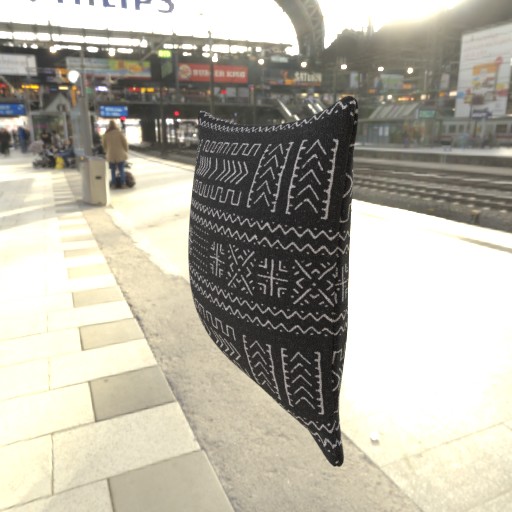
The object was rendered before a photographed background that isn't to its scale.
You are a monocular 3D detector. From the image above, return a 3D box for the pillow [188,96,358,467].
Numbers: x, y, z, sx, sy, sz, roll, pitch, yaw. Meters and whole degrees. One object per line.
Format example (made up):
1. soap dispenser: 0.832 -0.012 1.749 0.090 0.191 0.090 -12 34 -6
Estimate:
1. pillow: 0.000 0.000 0.659 0.164 0.430 0.438 -8 17 -26
